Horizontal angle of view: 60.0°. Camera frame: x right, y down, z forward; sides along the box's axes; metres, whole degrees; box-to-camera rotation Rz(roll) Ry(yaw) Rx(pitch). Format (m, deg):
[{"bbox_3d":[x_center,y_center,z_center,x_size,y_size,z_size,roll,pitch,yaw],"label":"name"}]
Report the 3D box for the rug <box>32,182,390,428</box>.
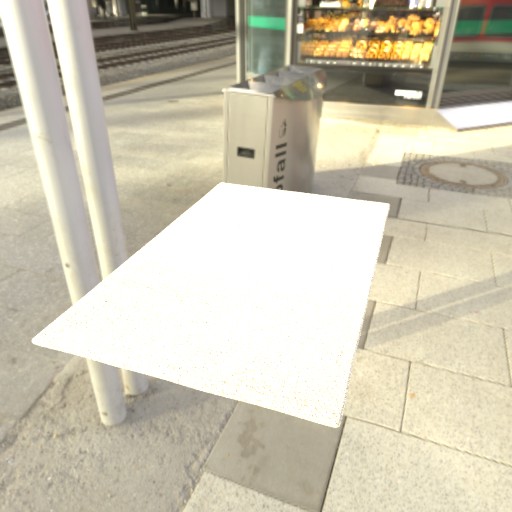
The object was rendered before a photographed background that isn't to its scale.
[{"bbox_3d":[0.000,0.000,3.406,1.778,0.030,2.743,10,31,17],"label":"rug"}]
